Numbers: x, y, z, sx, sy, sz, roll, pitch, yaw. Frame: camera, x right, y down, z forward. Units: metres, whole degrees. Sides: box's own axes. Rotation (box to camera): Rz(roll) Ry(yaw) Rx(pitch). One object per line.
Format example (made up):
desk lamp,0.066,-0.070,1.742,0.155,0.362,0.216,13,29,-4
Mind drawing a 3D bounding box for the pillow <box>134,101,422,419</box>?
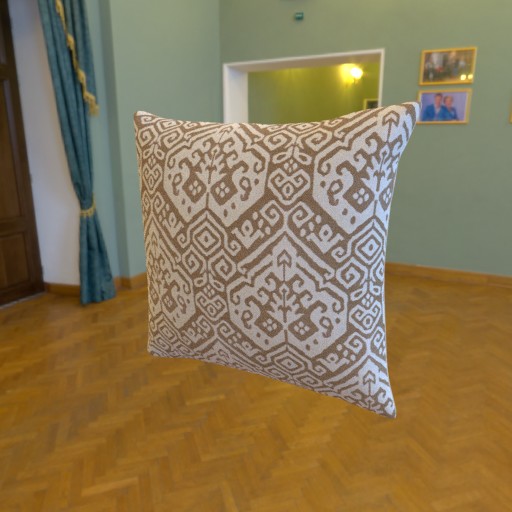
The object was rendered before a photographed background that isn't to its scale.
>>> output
pillow,0.000,0.000,0.636,0.419,0.407,0.173,7,16,25
